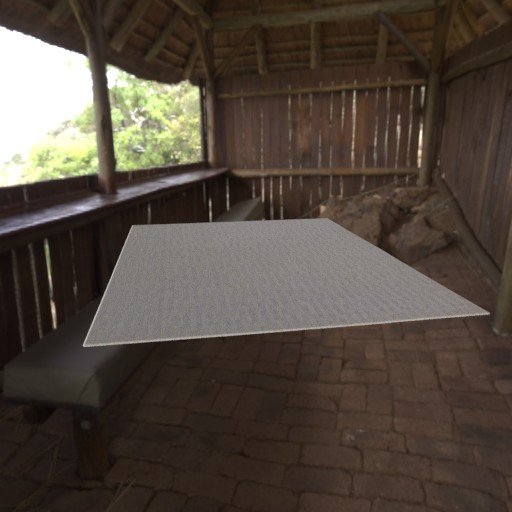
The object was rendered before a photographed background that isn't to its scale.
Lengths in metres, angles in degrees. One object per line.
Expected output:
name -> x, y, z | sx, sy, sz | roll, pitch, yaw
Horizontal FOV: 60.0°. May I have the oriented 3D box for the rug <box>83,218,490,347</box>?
rug -> 0.000, 0.000, 3.987 | 2.410, 0.021, 3.055 | -3, 16, -10
